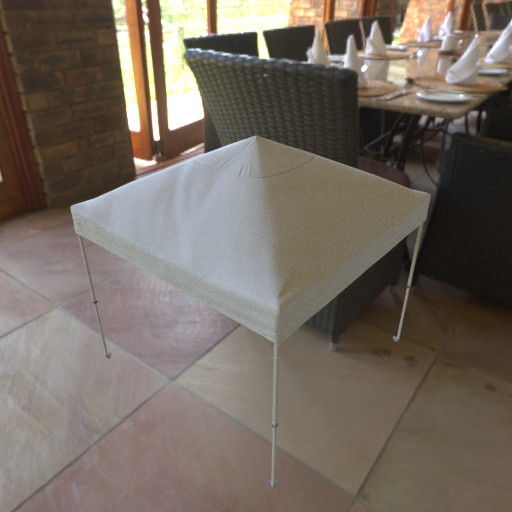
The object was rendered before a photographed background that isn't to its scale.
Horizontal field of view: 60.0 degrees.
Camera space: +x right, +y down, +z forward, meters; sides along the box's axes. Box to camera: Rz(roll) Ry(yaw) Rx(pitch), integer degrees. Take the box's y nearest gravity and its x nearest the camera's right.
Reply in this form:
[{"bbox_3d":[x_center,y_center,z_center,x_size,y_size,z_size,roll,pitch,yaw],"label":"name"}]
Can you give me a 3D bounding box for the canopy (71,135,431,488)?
[{"bbox_3d":[0.000,0.000,5.516,2.996,2.997,2.998,23,38,34],"label":"canopy"}]
